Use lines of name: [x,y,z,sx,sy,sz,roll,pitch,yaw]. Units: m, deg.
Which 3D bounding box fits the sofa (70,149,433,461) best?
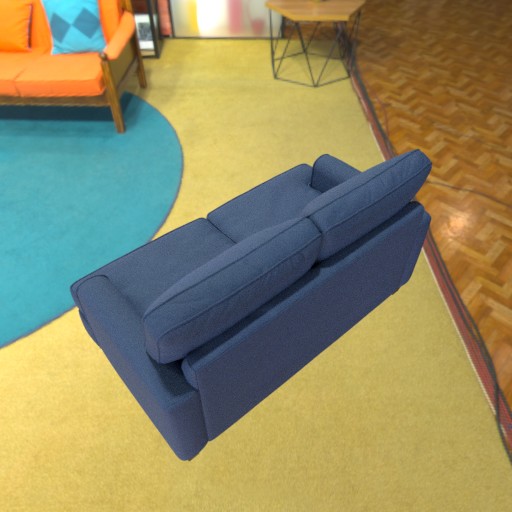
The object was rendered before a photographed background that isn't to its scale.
sofa: [0.000,0.000,2.244,1.651,0.965,0.965,-32,53,-27]
